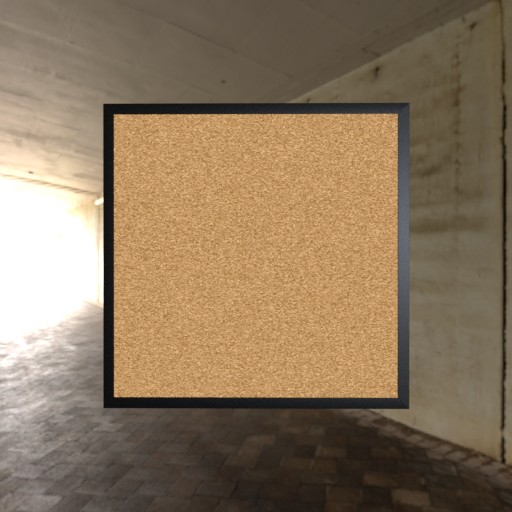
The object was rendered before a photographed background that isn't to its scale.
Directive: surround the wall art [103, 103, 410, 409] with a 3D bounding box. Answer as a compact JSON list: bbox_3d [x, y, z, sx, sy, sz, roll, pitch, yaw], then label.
[{"bbox_3d":[0.000,0.000,1.113,0.756,0.755,0.036,0,0,0],"label":"wall art"}]
